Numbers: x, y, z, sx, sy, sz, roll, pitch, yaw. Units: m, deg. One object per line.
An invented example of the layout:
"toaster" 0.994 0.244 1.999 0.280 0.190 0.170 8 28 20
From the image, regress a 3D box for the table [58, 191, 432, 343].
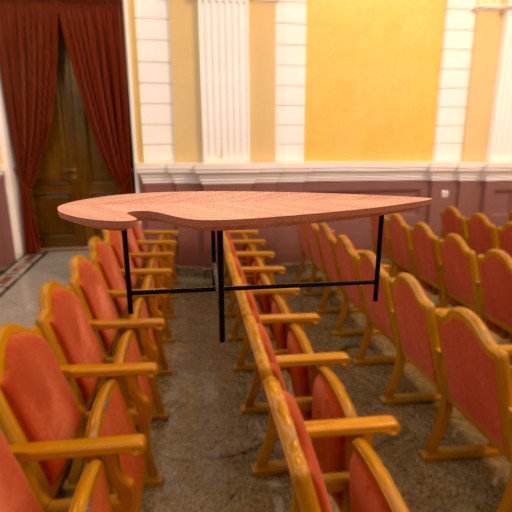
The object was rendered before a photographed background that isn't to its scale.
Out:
"table" 0.000 0.000 1.466 1.199 0.360 0.598 -2 15 -7
